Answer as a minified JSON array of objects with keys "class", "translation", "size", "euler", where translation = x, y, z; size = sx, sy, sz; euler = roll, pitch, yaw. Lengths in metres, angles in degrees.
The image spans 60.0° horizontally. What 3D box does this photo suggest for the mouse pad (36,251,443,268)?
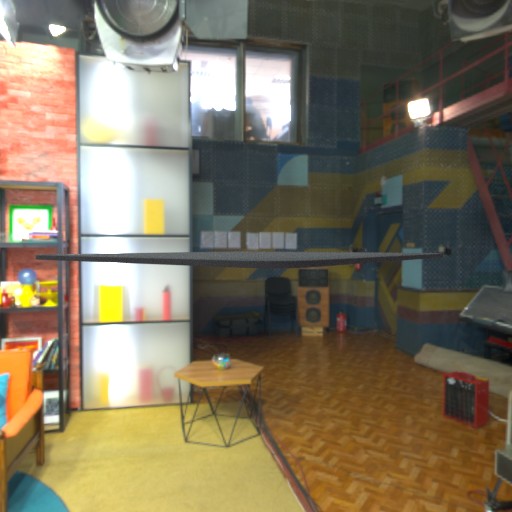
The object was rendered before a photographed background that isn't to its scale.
[{"class":"mouse pad","translation":[0.000,0.000,0.316],"size":[0.203,0.003,0.229],"euler":[1,2,38]}]
